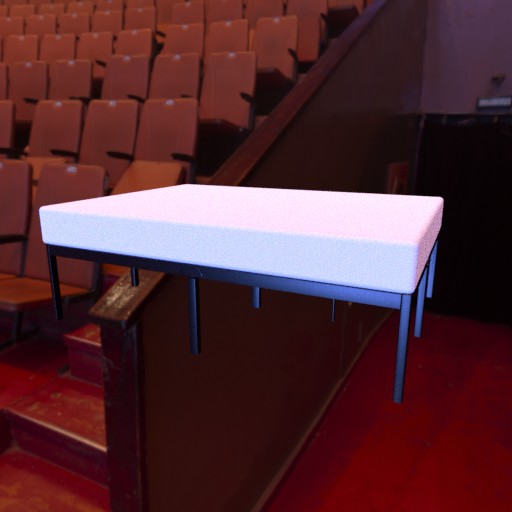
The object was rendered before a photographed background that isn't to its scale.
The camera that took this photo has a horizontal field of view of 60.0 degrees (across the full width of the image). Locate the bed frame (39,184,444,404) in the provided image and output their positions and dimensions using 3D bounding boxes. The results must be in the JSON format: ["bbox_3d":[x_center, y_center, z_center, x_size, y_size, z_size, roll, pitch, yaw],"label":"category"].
[{"bbox_3d":[0.000,0.000,2.674,1.956,0.659,1.408,7,16,25],"label":"bed frame"}]
